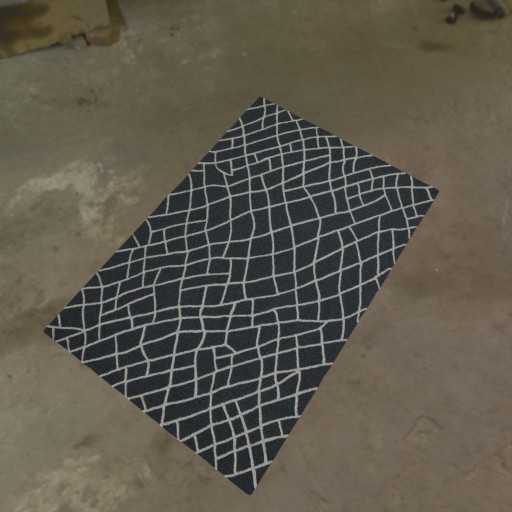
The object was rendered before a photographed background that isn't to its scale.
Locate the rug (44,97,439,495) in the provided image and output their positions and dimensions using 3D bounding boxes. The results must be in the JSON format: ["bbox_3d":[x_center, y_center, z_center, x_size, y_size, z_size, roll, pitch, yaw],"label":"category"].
[{"bbox_3d":[0.000,0.000,2.295,1.223,0.013,1.830,32,69,14],"label":"rug"}]
